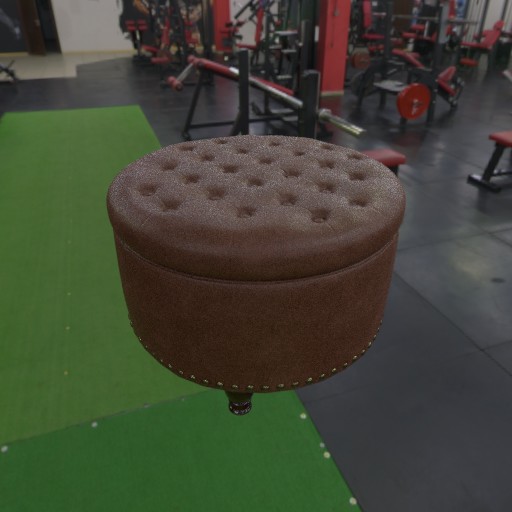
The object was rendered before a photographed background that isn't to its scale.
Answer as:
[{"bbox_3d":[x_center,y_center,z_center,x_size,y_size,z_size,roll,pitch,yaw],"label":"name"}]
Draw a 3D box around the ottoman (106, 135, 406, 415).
[{"bbox_3d":[0.000,0.000,1.073,0.637,0.442,0.637,0,31,0],"label":"ottoman"}]
